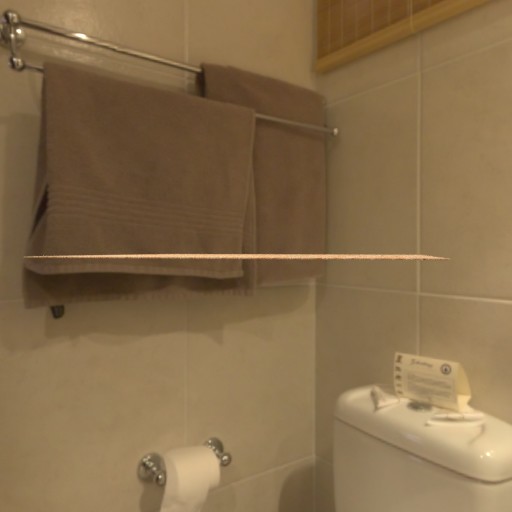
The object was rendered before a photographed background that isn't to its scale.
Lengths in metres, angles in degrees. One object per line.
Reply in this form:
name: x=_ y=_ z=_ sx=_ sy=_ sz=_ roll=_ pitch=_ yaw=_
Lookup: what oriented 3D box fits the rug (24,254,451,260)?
rug: x=0.000 y=0.000 z=3.942 sx=2.939 sy=0.009 sz=2.313 roll=0 pitch=1 yaw=17
